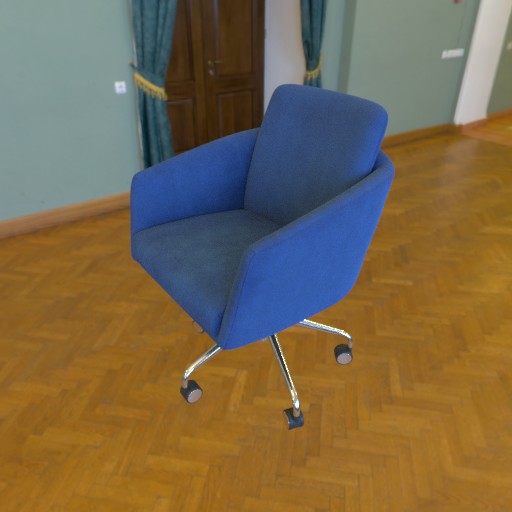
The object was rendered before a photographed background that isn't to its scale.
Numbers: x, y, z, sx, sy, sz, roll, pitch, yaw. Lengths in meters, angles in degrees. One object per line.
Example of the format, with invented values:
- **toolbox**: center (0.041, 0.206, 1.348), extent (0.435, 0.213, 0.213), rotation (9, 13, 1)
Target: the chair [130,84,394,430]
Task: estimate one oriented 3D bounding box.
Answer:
- **chair**: center (0.000, 0.000, 1.365), extent (0.635, 0.908, 0.641), rotation (-21, 37, -30)
